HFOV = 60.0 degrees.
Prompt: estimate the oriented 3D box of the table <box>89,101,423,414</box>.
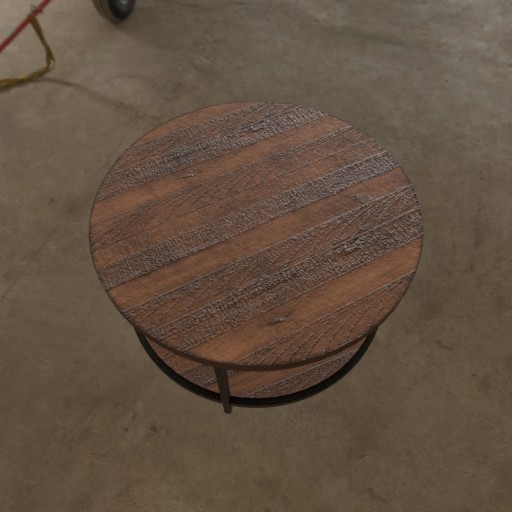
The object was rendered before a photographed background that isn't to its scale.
[{"bbox_3d":[0.000,0.000,1.324,0.837,0.462,0.837,0,57,0],"label":"table"}]
